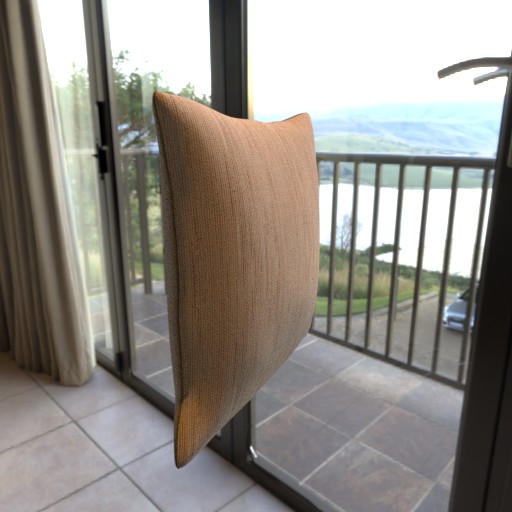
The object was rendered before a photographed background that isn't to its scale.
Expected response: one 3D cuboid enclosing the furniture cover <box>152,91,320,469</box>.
[{"bbox_3d":[0.000,0.000,0.782,0.178,0.506,0.512,7,17,26],"label":"furniture cover"}]
